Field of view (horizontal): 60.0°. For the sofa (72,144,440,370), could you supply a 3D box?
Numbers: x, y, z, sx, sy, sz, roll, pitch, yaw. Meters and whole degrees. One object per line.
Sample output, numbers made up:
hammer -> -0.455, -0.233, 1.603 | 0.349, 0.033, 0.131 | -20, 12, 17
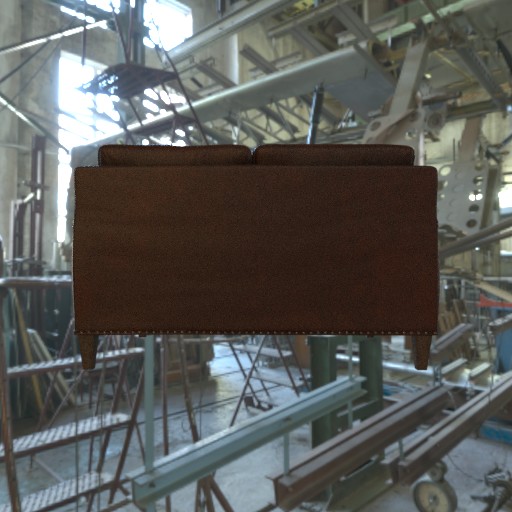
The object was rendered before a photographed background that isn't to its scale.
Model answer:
sofa -> 0.000, 0.000, 2.344 | 1.628, 1.003, 1.083 | 0, -2, 0
